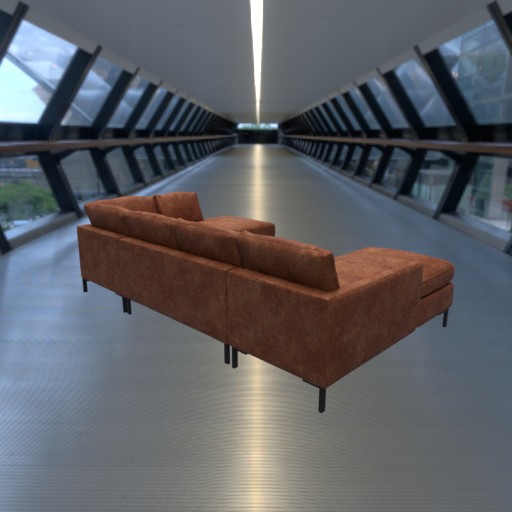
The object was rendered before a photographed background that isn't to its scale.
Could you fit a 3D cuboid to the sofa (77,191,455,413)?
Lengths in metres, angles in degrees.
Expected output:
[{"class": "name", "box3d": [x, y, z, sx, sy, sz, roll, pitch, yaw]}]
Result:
[{"class": "sofa", "box3d": [0.000, 0.000, 3.904, 2.956, 0.900, 1.939, 14, 20, 43]}]
